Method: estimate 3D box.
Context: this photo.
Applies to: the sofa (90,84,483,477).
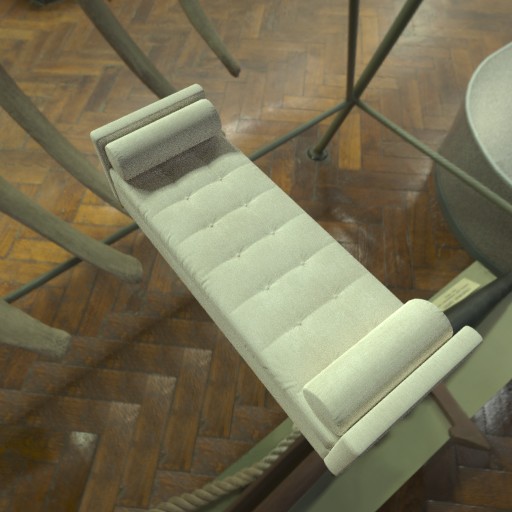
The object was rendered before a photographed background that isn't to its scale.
[{"bbox_3d":[0.000,0.000,2.248,0.686,0.635,1.981,-33,63,-20],"label":"sofa"}]
